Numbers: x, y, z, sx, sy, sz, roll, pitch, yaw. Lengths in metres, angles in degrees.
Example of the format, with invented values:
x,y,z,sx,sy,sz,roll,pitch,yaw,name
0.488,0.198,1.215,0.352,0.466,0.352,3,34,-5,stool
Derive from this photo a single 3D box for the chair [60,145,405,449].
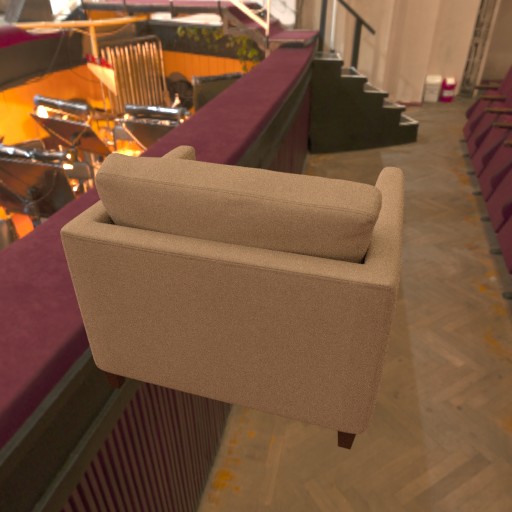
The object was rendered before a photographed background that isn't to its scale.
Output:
x,y,z,sx,sy,sz,roll,pitch,yaw,name
0.000,0.000,1.837,1.107,0.961,0.959,9,33,14,chair
